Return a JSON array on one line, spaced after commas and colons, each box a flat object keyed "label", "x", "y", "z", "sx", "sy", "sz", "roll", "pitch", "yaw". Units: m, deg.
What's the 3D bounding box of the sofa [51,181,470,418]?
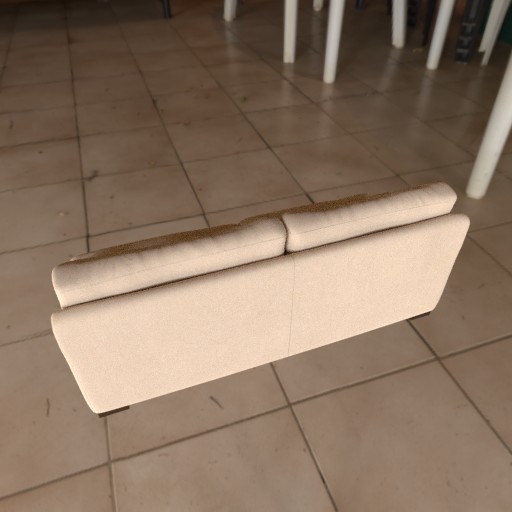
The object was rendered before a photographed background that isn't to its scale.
[{"label": "sofa", "x": 0.000, "y": 0.000, "z": 2.605, "sx": 2.147, "sy": 0.925, "sz": 0.929, "roll": -14, "pitch": 43, "yaw": -15}]
